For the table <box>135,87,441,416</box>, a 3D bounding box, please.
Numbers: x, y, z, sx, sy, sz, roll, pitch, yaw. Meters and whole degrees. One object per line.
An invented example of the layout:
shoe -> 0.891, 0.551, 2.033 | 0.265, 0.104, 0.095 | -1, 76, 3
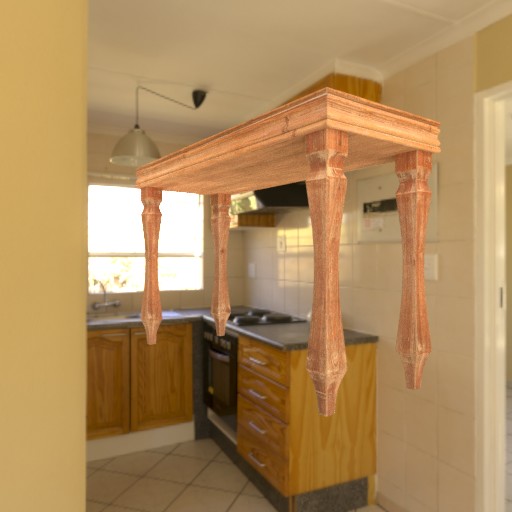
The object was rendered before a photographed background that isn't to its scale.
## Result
table -> 0.000, 0.000, 1.829 | 0.522, 0.873, 1.330 | 0, 0, -36
